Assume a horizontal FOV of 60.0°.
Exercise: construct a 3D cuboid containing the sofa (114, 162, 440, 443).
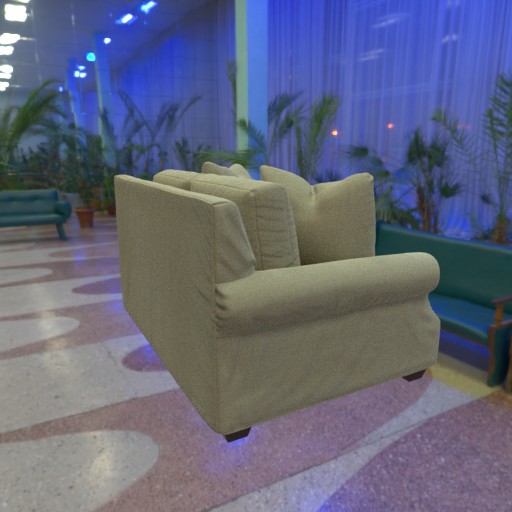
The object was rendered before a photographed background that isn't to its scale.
[{"bbox_3d":[0.000,0.000,2.194,1.070,0.905,1.550,-7,16,-27],"label":"sofa"}]
